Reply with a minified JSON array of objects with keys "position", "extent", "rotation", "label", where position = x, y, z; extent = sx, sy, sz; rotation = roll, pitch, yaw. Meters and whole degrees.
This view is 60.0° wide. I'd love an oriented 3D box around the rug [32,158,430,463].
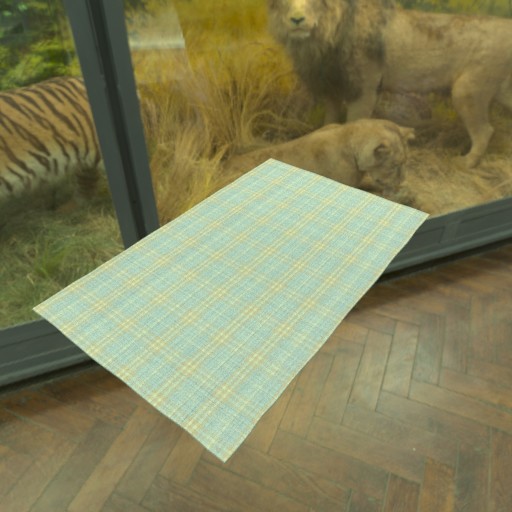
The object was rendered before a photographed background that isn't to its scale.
[{"position":[0.000,0.000,3.071],"extent":[1.545,0.016,2.460],"rotation":[26,46,28],"label":"rug"}]
